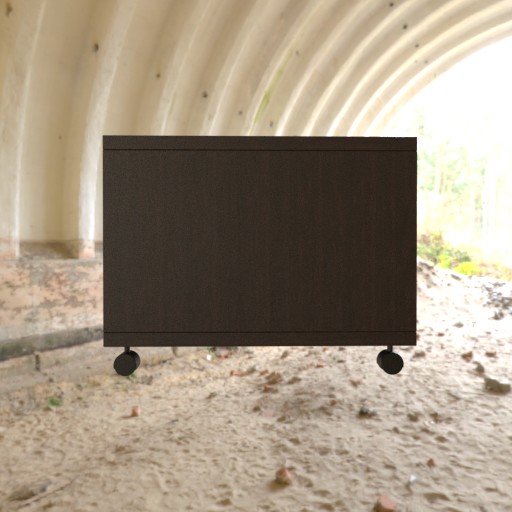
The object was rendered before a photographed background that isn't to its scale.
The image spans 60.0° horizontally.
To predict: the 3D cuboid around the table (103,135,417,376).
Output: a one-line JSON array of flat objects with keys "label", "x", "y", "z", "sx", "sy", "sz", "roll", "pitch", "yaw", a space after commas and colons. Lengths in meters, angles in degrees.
[{"label": "table", "x": 0.000, "y": 0.000, "z": 1.356, "sx": 0.590, "sy": 0.460, "sz": 1.050, "roll": 0, "pitch": 1, "yaw": -1}]
